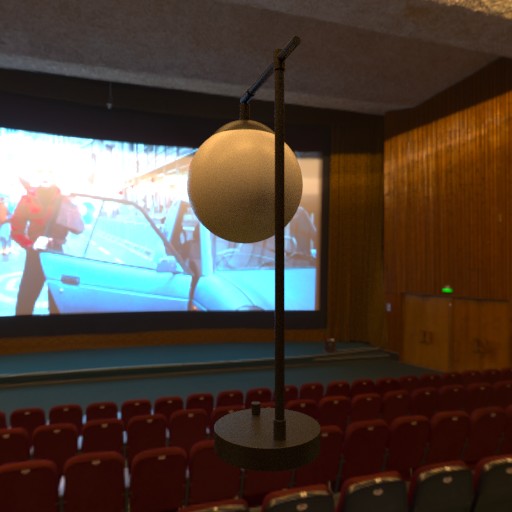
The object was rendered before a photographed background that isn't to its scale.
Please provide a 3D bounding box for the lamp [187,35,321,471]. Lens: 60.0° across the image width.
[{"bbox_3d":[0.000,0.000,0.700,0.197,0.559,0.316,0,0,-19],"label":"lamp"}]
